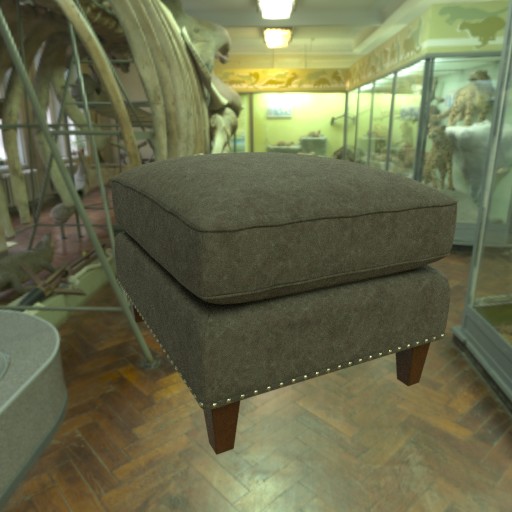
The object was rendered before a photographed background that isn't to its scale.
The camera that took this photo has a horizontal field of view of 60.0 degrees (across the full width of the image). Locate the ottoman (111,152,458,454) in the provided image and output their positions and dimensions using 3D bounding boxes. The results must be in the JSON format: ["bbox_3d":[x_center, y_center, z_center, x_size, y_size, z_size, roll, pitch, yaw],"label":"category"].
[{"bbox_3d":[0.000,0.000,1.136,0.584,0.513,0.741,-8,19,-26],"label":"ottoman"}]
